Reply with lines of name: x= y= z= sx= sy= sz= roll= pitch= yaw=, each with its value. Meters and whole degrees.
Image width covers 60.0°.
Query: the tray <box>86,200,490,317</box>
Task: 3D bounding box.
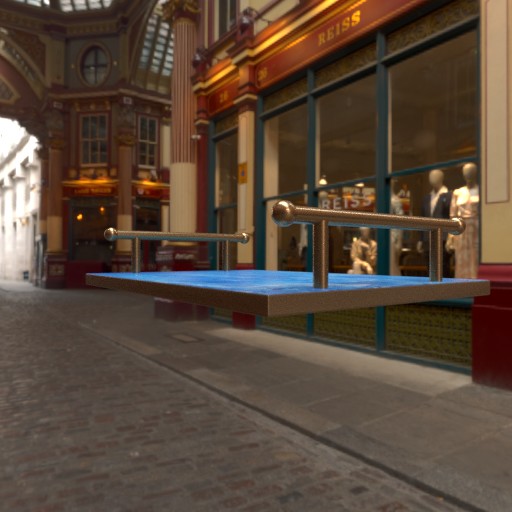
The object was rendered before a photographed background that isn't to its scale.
tray: x=0.000 y=0.000 z=0.568 sx=0.304 sy=0.084 sz=0.444 roll=0 pitch=0 yaw=-36
